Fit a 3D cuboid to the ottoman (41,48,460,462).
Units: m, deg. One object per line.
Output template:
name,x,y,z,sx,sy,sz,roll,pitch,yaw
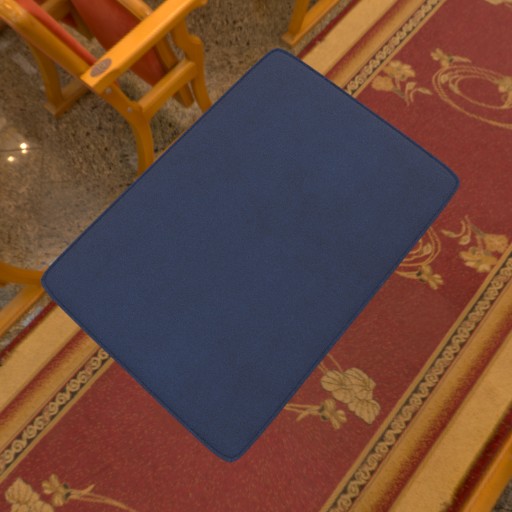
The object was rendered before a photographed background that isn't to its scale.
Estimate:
ottoman,0.000,0.000,1.398,0.686,0.584,0.965,40,78,10
